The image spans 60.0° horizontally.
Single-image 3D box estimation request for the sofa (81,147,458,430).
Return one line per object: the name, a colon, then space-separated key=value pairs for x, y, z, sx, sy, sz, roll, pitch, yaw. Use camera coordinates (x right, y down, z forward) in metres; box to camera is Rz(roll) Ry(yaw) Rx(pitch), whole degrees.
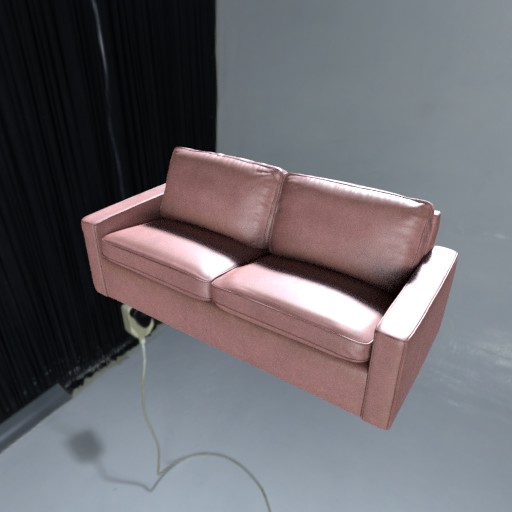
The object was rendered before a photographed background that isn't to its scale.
sofa: x=0.000 y=0.000 z=2.634 sx=2.080 sy=0.919 sz=0.940 roll=19 pitch=35 yaw=29
